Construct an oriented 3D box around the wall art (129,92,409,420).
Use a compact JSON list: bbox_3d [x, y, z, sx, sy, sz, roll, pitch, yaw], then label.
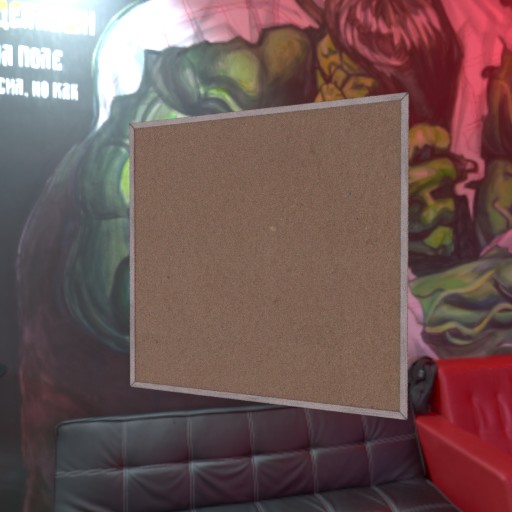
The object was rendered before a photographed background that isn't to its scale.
[{"bbox_3d":[0.000,0.000,1.174,0.762,0.762,0.038,0,1,19],"label":"wall art"}]
